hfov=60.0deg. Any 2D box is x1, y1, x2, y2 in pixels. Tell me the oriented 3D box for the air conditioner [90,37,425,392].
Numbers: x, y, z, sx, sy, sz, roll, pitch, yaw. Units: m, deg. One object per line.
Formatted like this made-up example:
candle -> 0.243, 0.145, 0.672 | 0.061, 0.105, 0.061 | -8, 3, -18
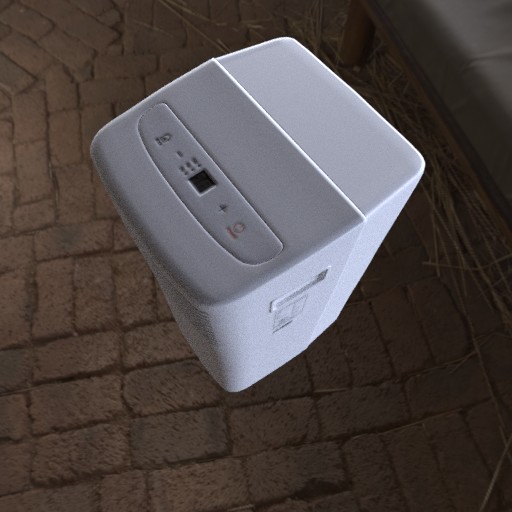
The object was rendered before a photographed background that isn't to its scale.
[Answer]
air conditioner -> 0.000, 0.000, 0.791 | 0.349, 0.606, 0.304 | -33, 69, -15
